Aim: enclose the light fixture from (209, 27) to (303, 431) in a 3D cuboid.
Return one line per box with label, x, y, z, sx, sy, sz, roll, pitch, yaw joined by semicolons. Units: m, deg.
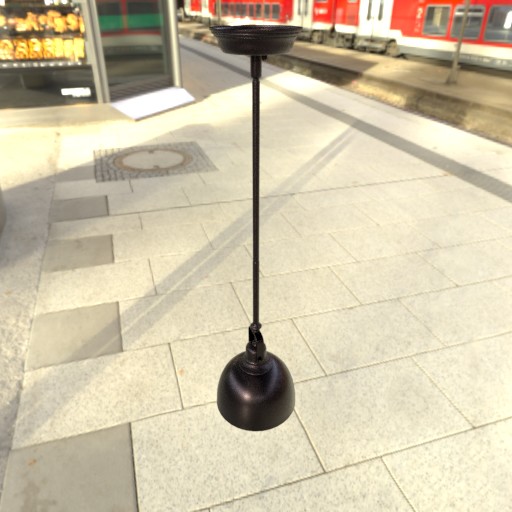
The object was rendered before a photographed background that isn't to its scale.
light fixture;0.000;0.000;0.836;0.182;0.768;0.182;-10;32;-17
